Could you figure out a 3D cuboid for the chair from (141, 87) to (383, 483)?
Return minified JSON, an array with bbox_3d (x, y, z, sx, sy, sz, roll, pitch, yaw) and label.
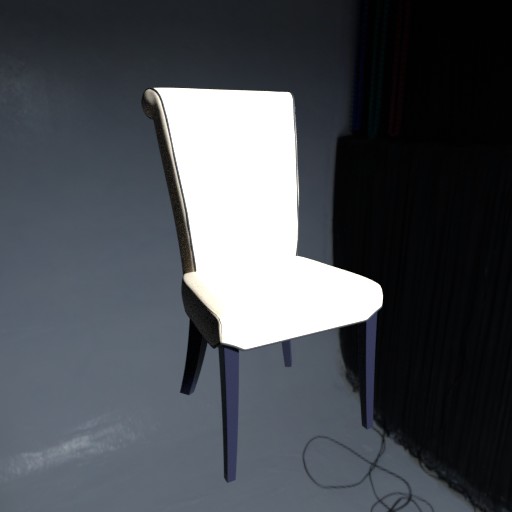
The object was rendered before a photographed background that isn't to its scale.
[{"bbox_3d":[0.000,0.000,1.371,0.522,0.997,0.623,-8,19,-26],"label":"chair"}]
